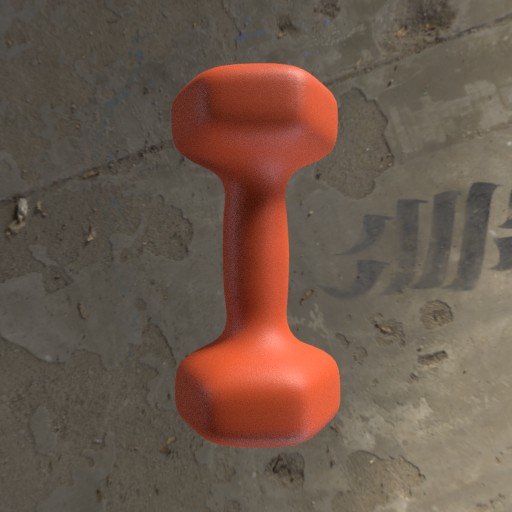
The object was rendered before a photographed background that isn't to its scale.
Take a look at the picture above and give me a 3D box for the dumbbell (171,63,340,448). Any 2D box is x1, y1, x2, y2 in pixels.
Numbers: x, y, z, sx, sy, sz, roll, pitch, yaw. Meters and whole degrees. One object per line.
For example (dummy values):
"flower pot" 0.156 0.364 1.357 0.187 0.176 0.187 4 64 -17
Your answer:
"dumbbell" 0.000 0.000 0.207 0.079 0.071 0.162 0 91 0
